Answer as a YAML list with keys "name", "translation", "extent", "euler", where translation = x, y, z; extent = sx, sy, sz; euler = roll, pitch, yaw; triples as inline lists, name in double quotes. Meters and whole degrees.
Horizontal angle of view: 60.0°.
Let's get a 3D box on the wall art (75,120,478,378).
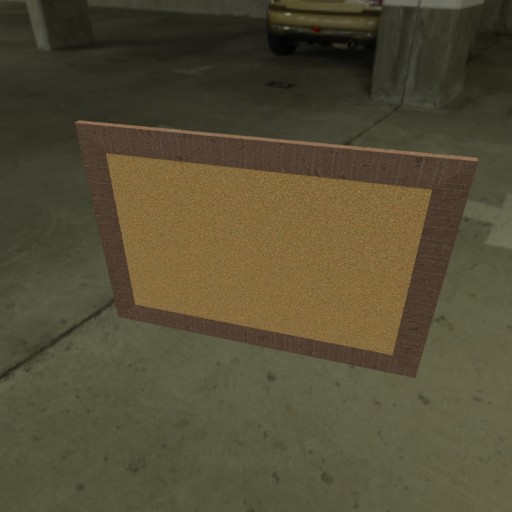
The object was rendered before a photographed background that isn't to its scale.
- name: "wall art"
  translation: [0.000, 0.000, 1.159]
  extent: [0.917, 0.626, 0.019]
  euler: [9, 34, 13]
